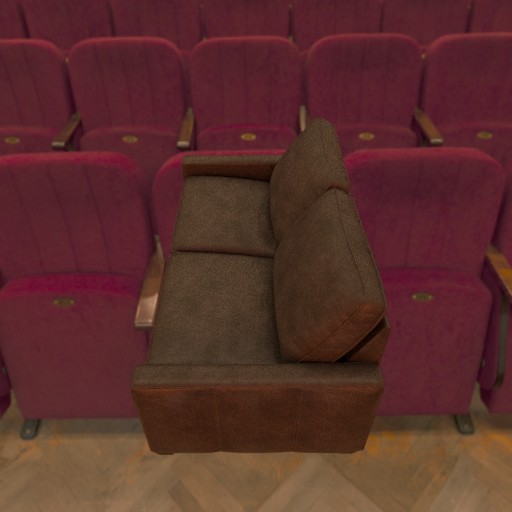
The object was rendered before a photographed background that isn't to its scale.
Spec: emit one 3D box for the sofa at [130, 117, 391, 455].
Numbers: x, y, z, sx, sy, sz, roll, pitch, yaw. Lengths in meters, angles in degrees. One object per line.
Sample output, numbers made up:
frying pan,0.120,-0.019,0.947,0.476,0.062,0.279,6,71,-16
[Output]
sofa,0.000,0.000,2.307,0.939,0.916,1.732,0,42,0
